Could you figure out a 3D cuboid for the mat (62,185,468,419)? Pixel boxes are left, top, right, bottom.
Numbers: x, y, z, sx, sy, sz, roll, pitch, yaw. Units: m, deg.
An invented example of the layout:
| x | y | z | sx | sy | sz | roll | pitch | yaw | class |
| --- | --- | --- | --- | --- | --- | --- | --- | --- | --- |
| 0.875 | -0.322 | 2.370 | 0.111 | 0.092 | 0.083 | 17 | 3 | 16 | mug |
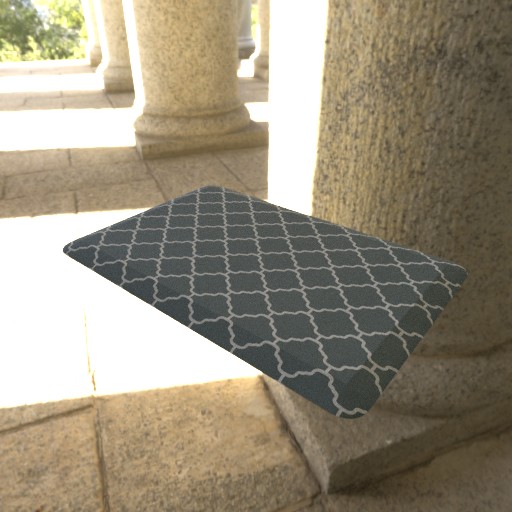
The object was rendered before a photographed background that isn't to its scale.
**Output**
| x | y | z | sx | sy | sz | roll | pitch | yaw | class |
| --- | --- | --- | --- | --- | --- | --- | --- | --- | --- |
| 0.000 | 0.000 | 0.966 | 0.762 | 0.021 | 0.508 | 23 | 38 | 33 | mat |
